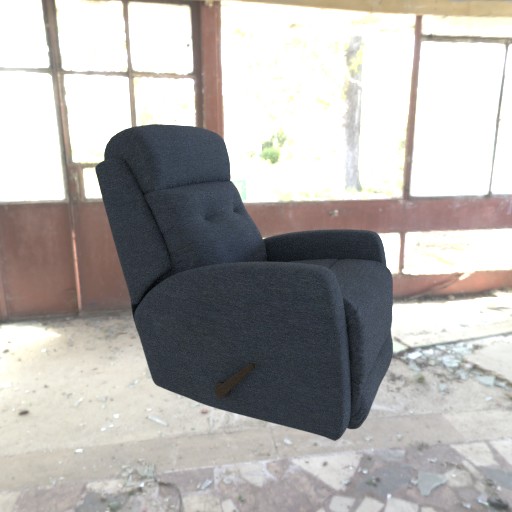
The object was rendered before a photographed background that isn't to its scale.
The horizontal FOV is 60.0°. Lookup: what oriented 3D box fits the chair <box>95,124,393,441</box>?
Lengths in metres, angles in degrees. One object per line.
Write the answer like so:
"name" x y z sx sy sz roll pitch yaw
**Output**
"chair" 0.000 0.000 1.754 1.043 1.013 0.798 7 16 26
